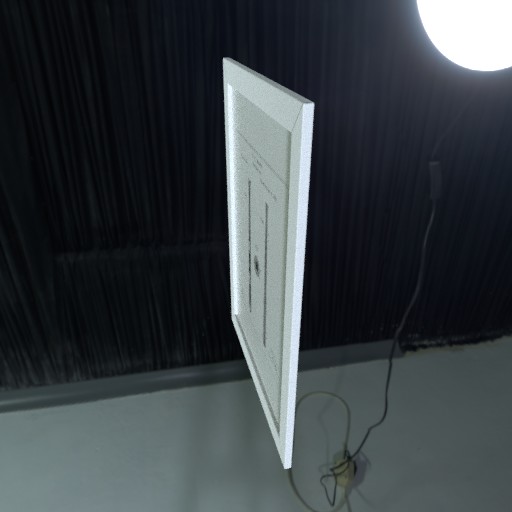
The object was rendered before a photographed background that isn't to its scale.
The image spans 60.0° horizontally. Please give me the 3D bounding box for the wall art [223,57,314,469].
[{"bbox_3d":[0.000,0.000,0.690,0.012,0.529,0.374,-8,31,-13],"label":"wall art"}]
